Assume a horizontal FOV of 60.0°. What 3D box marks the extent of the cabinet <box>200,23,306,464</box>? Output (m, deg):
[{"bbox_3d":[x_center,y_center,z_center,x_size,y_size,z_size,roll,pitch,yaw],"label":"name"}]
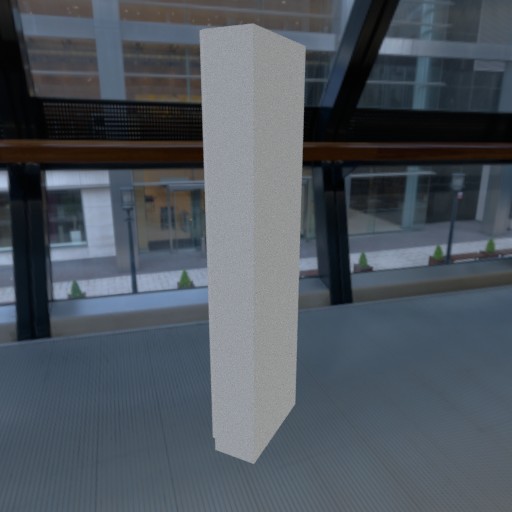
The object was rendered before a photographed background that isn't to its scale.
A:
[{"bbox_3d":[0.000,0.000,2.005,0.230,1.790,0.500,8,18,25],"label":"cabinet"}]
